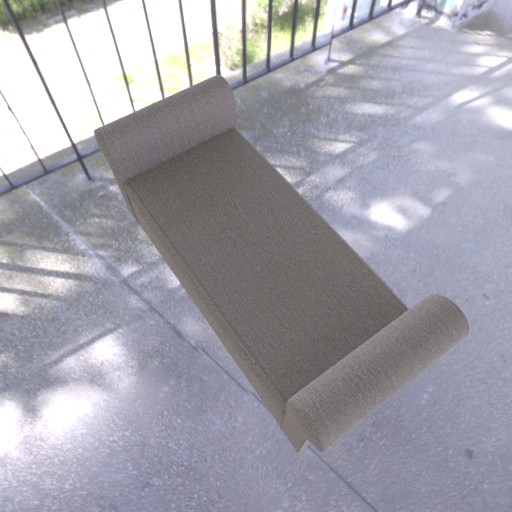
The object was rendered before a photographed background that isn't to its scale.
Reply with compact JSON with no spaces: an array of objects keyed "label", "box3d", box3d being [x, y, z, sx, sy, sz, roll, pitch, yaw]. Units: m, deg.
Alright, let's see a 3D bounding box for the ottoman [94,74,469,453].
[{"label":"ottoman","box3d":[0.000,0.000,1.552,0.521,0.547,1.256,-31,64,-17]}]
